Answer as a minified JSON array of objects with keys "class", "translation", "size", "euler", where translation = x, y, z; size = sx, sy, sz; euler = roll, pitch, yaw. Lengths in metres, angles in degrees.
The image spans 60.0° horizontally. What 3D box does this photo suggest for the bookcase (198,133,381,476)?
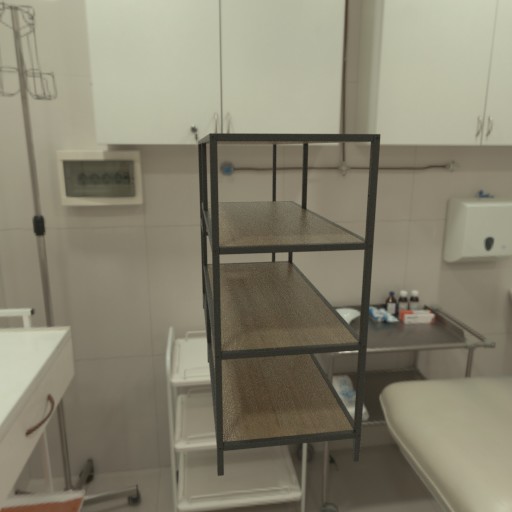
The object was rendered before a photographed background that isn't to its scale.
[{"class":"bookcase","translation":[0.000,0.000,1.524],"size":[0.350,0.780,1.140],"euler":[-2,14,-8]}]
